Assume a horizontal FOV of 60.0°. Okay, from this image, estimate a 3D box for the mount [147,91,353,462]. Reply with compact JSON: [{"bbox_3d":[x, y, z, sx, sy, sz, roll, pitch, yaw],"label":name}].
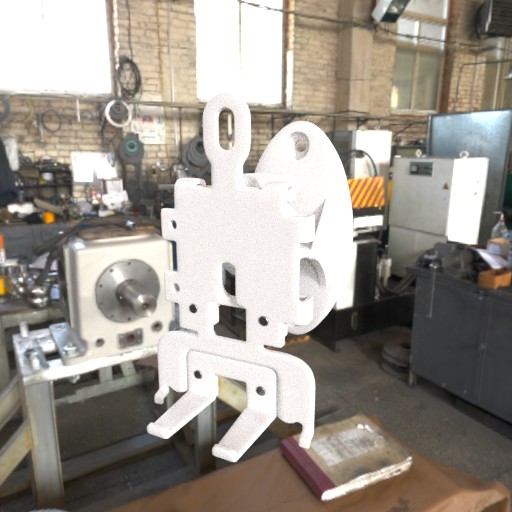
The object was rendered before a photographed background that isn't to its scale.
[{"bbox_3d":[0.000,0.000,0.176,0.066,0.118,0.100,6,15,25],"label":"mount"}]
